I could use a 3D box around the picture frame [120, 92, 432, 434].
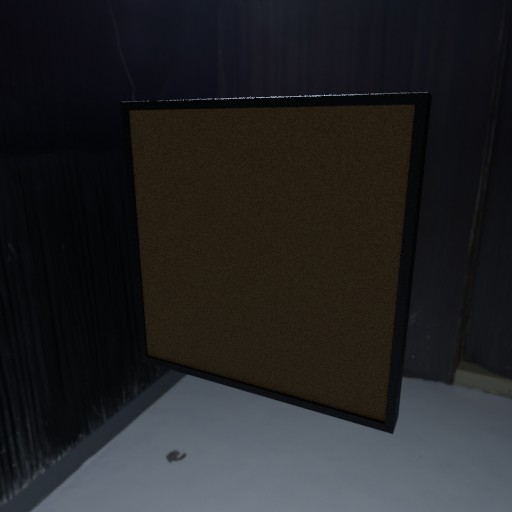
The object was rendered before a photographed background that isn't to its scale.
[{"bbox_3d":[0.000,0.000,0.474,0.317,0.317,0.030,8,18,25],"label":"picture frame"}]
